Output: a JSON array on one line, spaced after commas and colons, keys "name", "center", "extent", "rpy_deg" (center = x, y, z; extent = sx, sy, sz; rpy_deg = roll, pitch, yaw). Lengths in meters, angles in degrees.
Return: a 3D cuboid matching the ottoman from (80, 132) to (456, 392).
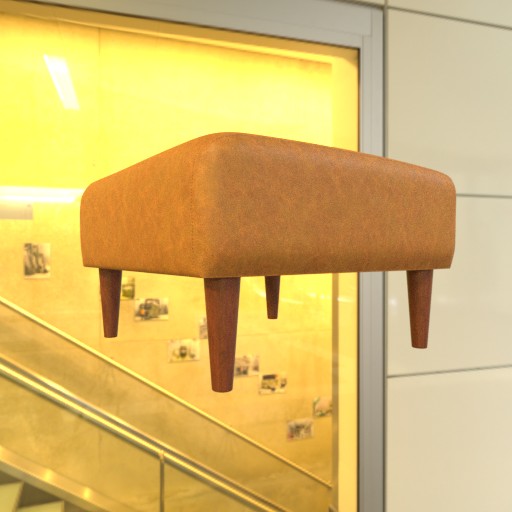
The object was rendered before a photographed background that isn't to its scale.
[{"name": "ottoman", "center": [0.000, 0.000, 1.028], "extent": [0.650, 0.399, 0.650], "rpy_deg": [0, 1, -36]}]
